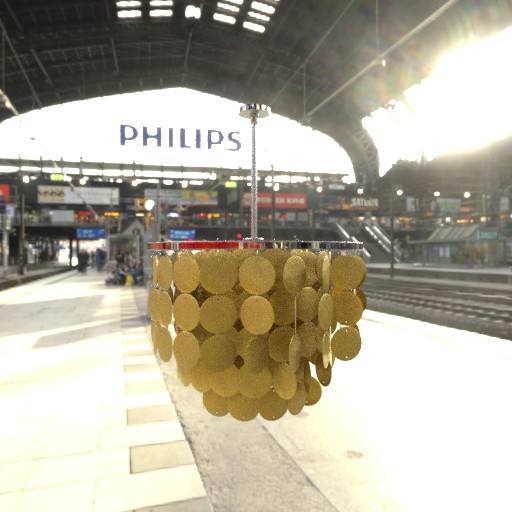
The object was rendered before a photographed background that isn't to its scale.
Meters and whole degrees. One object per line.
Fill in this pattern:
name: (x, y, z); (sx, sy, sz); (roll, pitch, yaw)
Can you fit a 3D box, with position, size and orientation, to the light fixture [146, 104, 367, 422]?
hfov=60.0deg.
light fixture: (0.000, 0.000, 0.740); (0.368, 0.492, 0.368); (0, 0, 0)
